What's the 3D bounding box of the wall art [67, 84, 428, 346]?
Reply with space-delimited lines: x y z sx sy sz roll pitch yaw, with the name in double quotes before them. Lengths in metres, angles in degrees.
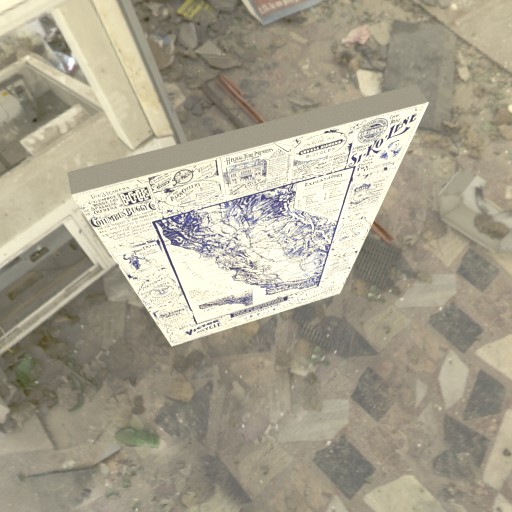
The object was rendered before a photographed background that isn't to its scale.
"wall art" 0.000 0.000 0.948 0.511 0.753 0.039 -16 65 -8
